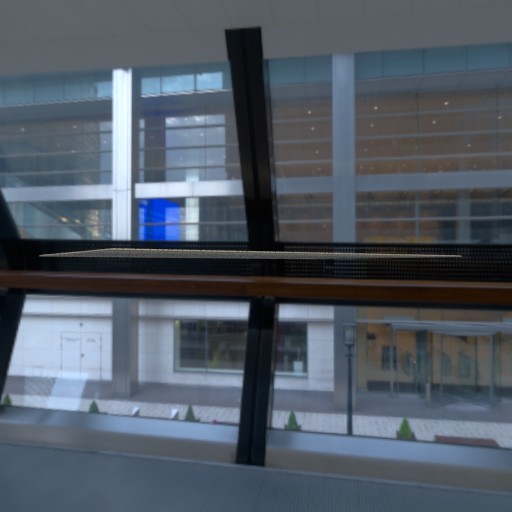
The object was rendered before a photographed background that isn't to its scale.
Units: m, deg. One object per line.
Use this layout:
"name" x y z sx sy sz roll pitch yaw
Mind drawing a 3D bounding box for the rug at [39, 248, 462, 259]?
"rug" 0.000 0.000 3.024 2.448 0.008 1.541 1 -1 -35
